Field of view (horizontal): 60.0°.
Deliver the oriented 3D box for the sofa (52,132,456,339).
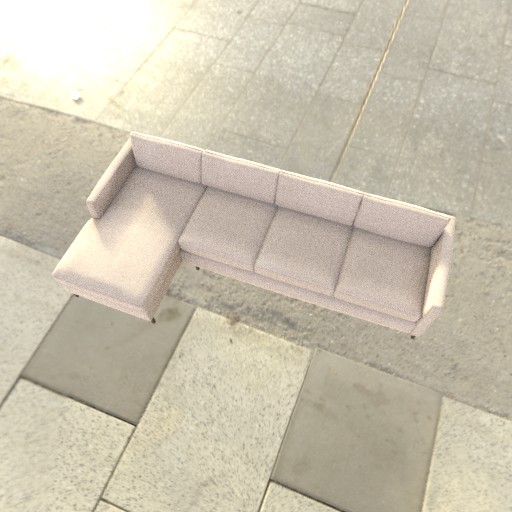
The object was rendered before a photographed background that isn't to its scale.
[{"bbox_3d":[0.000,0.000,3.601,2.923,0.816,1.469,17,61,10],"label":"sofa"}]
